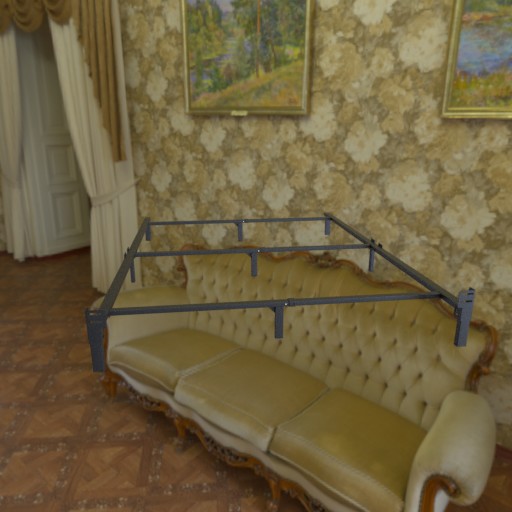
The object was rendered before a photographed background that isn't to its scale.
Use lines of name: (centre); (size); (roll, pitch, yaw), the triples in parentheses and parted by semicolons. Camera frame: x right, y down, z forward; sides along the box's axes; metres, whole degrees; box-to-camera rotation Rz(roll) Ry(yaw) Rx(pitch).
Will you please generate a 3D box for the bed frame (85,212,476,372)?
bed frame: (0.000, 0.000, 2.641); (1.498, 0.248, 1.990); (-2, 17, -7)
